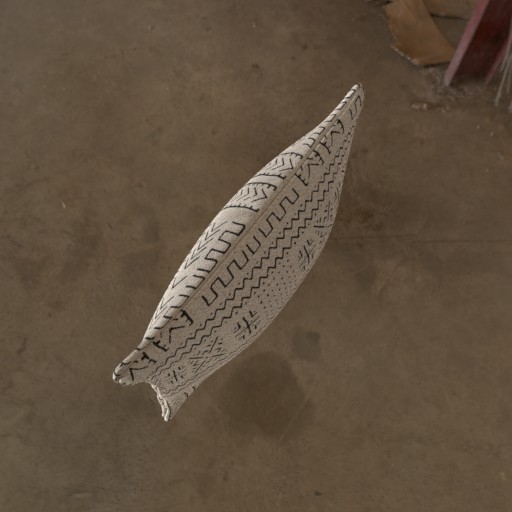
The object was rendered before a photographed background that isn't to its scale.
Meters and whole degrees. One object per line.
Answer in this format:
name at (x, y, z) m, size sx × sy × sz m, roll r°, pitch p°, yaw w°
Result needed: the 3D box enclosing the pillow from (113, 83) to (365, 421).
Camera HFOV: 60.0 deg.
pillow at (0.000, 0.000, 0.817) m, size 0.188 × 0.352 × 0.637 m, roll 32°, pitch 68°, yaw 15°
